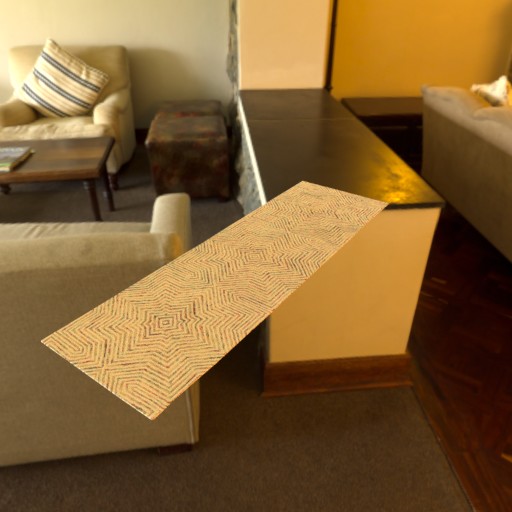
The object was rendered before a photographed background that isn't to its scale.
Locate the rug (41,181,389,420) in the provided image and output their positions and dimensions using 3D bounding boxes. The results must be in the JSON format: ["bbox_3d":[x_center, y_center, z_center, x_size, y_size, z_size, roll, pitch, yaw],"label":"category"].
[{"bbox_3d":[0.000,0.000,2.755,0.771,0.009,2.443,21,37,30],"label":"rug"}]
